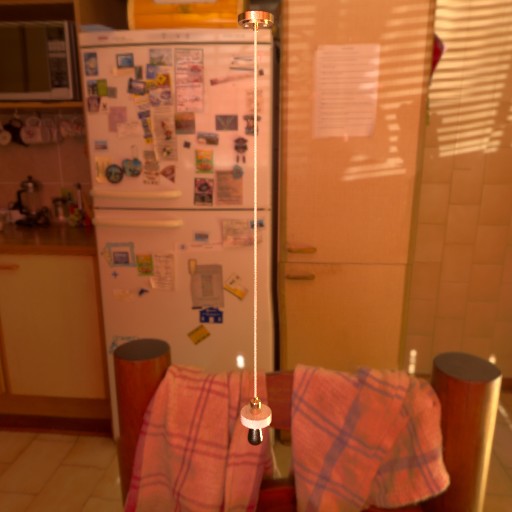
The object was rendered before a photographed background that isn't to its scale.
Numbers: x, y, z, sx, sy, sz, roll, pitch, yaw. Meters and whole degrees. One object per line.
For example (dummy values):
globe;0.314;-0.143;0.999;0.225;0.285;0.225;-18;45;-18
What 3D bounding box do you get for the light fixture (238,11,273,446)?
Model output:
light fixture;0.000;0.000;1.700;0.129;1.669;0.129;-6;15;-24
